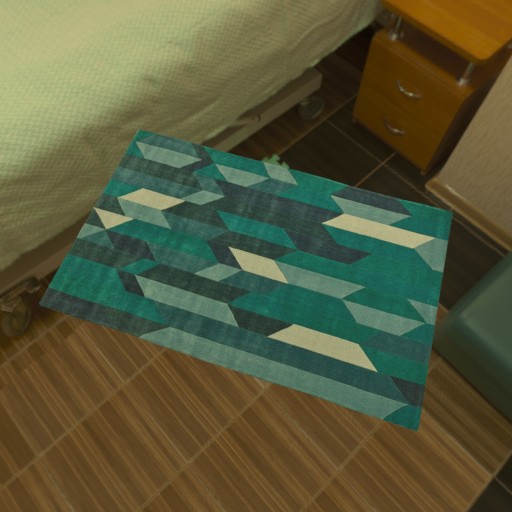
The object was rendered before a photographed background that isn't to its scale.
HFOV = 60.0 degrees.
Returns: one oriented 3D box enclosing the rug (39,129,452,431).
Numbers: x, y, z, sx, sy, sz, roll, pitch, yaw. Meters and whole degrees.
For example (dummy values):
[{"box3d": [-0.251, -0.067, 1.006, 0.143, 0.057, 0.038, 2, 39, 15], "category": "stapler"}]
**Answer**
[{"box3d": [0.000, 0.000, 2.976, 2.420, 0.005, 1.528, 16, 65, 8], "category": "rug"}]
